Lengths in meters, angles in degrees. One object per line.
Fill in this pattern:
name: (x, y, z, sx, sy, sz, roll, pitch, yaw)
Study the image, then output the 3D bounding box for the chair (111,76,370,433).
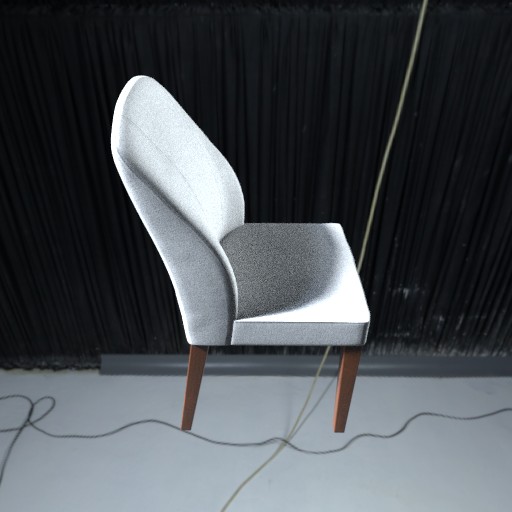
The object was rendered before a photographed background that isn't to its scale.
chair: (0.000, 0.000, 1.181, 0.540, 0.893, 0.472, 0, 32, 1)
